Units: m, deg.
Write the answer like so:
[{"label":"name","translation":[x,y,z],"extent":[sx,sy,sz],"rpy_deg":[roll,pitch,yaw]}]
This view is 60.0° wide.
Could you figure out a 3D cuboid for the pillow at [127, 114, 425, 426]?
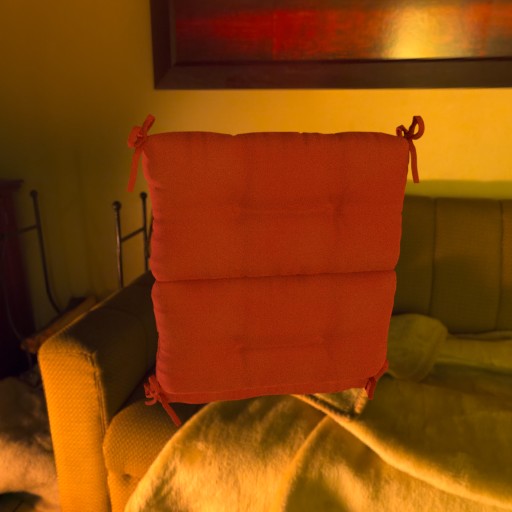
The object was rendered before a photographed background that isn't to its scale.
[{"label":"pillow","translation":[0.000,0.000,1.027],"extent":[0.519,0.605,0.571],"rpy_deg":[-2,15,-9]}]
